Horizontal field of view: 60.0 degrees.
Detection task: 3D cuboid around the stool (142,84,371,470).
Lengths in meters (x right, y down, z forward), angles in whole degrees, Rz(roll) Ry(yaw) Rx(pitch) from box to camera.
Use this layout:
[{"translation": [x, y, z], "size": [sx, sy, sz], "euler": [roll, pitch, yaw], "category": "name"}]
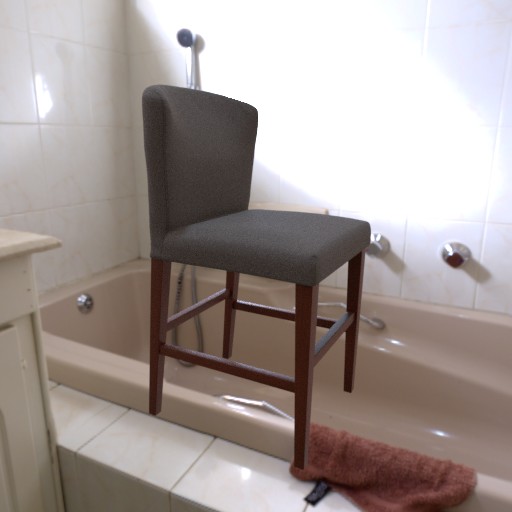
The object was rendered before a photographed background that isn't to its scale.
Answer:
[{"translation": [0.000, 0.000, 1.311], "size": [0.568, 0.968, 0.481], "euler": [8, 17, 28], "category": "stool"}]
